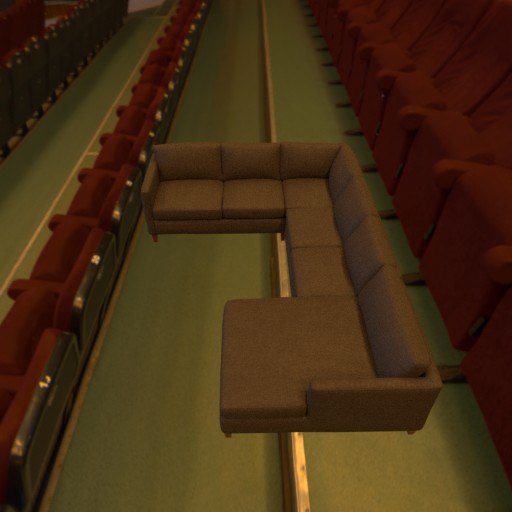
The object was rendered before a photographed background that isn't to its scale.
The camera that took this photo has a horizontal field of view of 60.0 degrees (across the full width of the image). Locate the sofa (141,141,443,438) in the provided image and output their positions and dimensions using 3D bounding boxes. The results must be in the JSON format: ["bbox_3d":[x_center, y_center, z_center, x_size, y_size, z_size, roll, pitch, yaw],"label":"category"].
[{"bbox_3d":[0.000,0.000,4.504,2.594,0.961,3.460,-1,41,-1],"label":"sofa"}]
